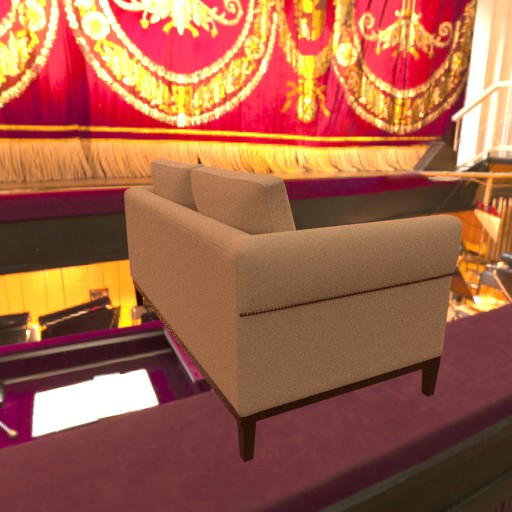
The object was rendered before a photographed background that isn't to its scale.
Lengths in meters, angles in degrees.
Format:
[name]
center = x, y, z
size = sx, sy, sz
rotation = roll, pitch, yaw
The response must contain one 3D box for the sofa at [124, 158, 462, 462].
[sofa]
center = 0.000, 0.000, 2.118
size = 0.905, 0.873, 1.598
rotation = -8, 17, -26
